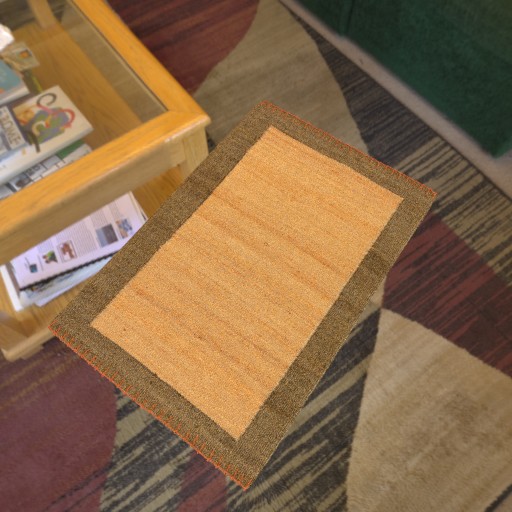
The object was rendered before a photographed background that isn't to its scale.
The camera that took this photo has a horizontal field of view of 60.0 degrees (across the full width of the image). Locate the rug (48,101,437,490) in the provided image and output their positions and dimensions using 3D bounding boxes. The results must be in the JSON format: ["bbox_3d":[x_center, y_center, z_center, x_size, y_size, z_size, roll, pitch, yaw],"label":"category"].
[{"bbox_3d":[0.000,0.000,2.318,1.220,0.019,1.838,33,69,15],"label":"rug"}]
